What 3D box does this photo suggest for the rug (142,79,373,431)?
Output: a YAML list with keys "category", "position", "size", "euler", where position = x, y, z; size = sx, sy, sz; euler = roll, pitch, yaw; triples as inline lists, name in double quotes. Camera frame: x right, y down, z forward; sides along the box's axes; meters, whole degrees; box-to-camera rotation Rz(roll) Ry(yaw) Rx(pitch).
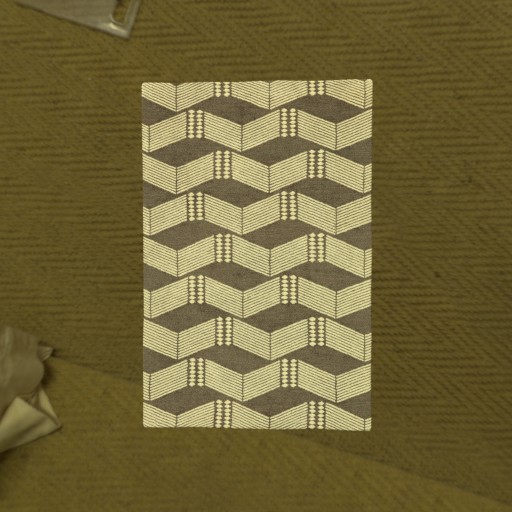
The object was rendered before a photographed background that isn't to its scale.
- category: "rug"
  position: [0.000, 0.000, 2.335]
  size: [1.210, 0.016, 1.833]
  euler: [0, 91, 2]
